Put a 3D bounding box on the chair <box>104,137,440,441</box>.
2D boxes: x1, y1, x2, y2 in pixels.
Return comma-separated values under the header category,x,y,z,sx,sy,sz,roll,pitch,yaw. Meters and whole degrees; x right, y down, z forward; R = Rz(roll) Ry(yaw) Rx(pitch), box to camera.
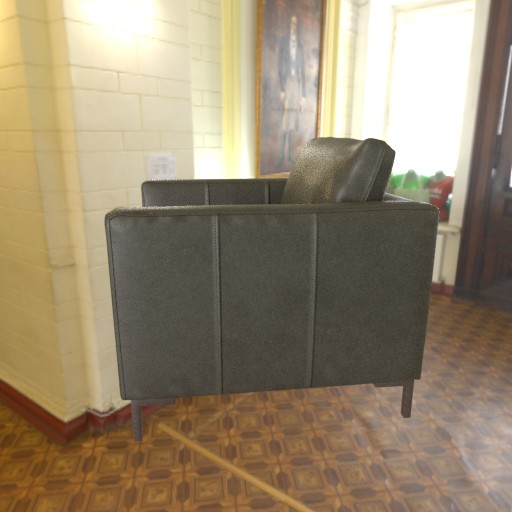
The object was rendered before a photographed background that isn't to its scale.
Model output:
category,x,y,z,sx,sy,sz,roll,pitch,yaw
chair,0.000,0.000,1.515,0.861,0.824,0.967,-2,15,-7
